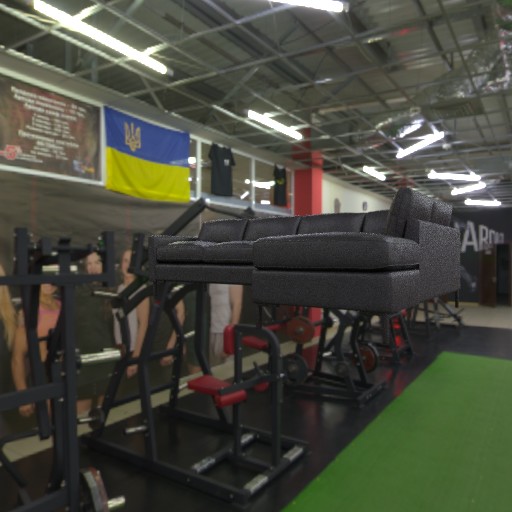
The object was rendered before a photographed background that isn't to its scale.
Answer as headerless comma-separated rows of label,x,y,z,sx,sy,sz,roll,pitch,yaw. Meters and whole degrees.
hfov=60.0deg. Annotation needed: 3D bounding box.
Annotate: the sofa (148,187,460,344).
sofa,0.000,0.000,3.831,2.984,0.877,1.938,0,0,35
